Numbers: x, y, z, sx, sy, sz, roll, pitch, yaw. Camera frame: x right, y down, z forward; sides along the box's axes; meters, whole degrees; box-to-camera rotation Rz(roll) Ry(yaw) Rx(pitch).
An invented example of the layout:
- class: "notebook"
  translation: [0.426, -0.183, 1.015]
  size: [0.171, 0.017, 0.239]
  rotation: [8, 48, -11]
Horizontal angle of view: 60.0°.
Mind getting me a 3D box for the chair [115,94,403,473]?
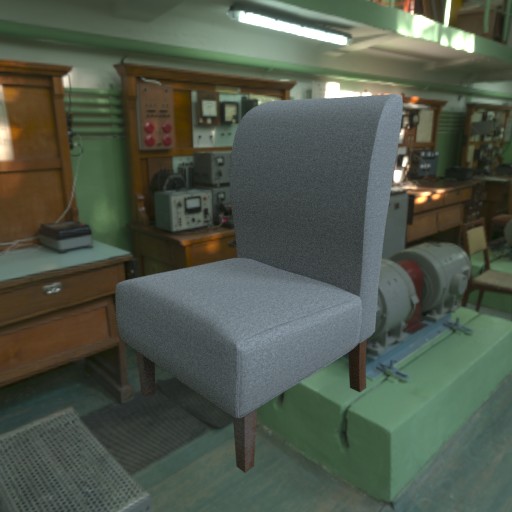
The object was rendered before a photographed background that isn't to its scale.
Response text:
- class: "chair"
  translation: [0.000, 0.000, 1.160]
  size: [0.513, 0.804, 0.592]
  rotation: [16, 22, 43]
